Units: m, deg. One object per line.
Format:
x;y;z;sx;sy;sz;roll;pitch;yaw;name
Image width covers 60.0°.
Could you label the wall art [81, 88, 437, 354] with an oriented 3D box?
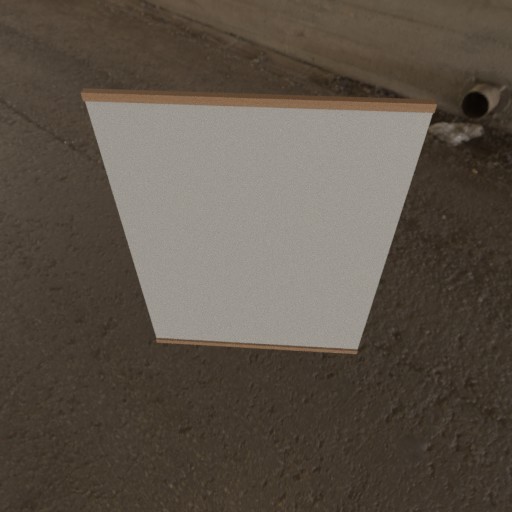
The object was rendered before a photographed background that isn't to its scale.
0.000;0.000;0.796;0.459;0.608;0.012;3;47;3;wall art
